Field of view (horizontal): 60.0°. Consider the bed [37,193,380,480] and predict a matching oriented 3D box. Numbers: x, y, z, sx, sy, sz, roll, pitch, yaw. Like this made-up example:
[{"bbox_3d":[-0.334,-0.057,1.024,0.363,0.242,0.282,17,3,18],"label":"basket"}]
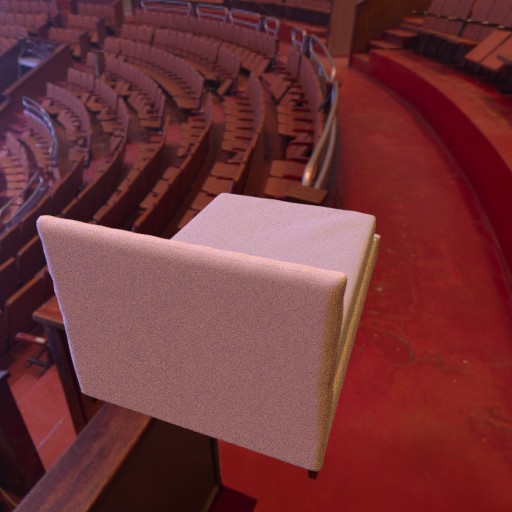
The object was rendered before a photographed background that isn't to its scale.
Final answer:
[{"bbox_3d":[0.000,0.000,3.429,1.698,1.427,2.387,11,33,17],"label":"bed"}]
